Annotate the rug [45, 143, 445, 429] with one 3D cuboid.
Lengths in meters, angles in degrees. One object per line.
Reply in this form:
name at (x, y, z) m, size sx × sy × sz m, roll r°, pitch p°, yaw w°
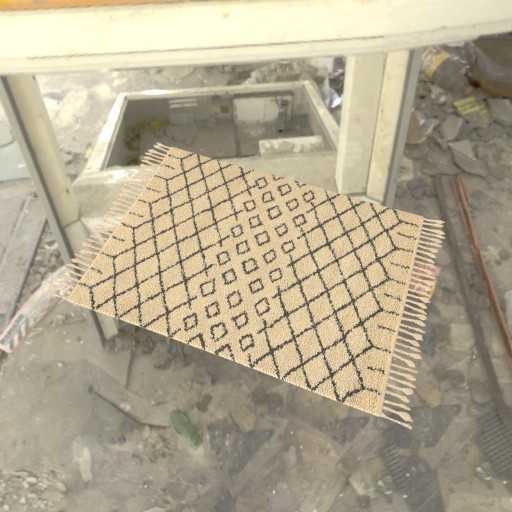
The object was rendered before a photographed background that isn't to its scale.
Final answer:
rug at (0.000, 0.000, 3.310) m, size 2.615 × 0.029 × 1.664 m, roll 18°, pitch 59°, yaw 11°
